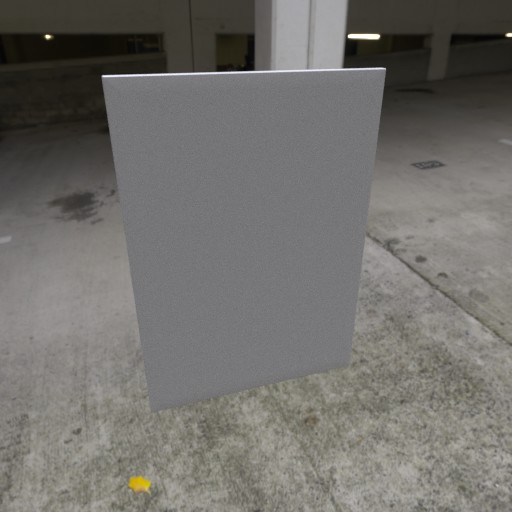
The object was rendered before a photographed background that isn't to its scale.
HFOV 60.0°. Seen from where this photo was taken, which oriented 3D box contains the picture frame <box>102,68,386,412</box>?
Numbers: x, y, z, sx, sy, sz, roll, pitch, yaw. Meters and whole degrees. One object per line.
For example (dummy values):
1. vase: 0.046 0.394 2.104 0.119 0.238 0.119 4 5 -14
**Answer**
1. picture frame: 0.000 0.000 0.693 0.381 0.534 0.012 -9 28 -16
